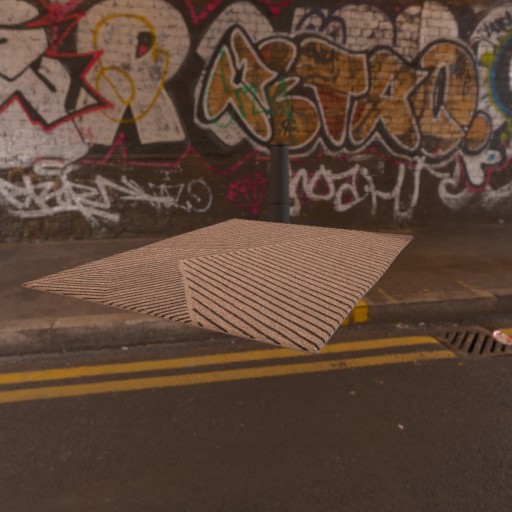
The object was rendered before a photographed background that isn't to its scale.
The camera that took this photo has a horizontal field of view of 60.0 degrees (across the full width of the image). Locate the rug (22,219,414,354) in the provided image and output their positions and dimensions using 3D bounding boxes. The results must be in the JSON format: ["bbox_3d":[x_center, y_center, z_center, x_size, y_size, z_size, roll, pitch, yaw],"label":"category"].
[{"bbox_3d":[0.000,0.000,3.223,1.829,0.028,2.449,8,17,27],"label":"rug"}]
